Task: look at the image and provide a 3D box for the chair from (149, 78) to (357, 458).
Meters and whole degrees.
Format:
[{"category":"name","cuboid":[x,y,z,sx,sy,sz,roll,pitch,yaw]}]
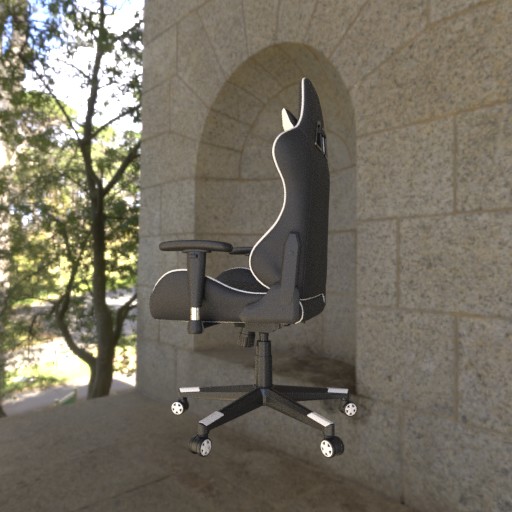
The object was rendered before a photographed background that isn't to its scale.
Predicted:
[{"category":"chair","cuboid":[0.000,0.000,1.659,0.700,1.240,0.700,0,-1,19]}]
